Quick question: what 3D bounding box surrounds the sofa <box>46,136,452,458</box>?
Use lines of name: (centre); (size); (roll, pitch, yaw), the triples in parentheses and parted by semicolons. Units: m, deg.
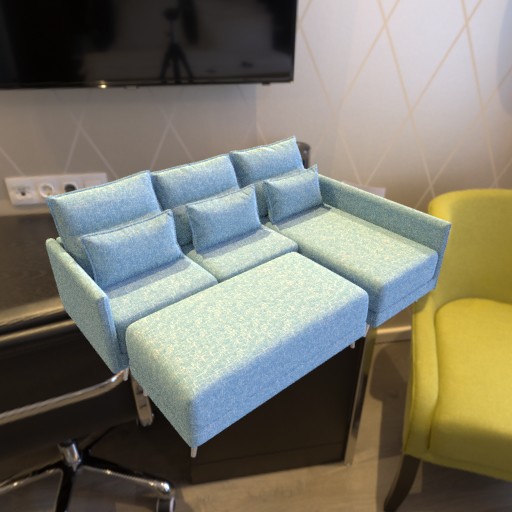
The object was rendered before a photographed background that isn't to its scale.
sofa: (0.000, 0.000, 2.757); (2.034, 0.899, 1.420); (-23, 38, -33)
